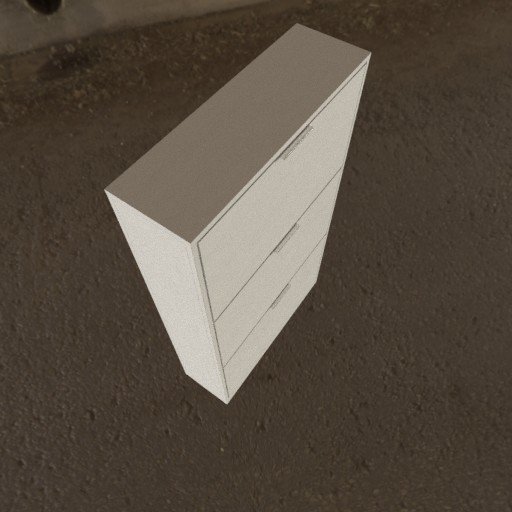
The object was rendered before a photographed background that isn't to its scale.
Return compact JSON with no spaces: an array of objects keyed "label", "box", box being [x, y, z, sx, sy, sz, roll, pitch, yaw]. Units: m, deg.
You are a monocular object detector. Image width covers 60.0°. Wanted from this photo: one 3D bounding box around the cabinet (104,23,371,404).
[{"label":"cabinet","box":[0.000,0.000,1.598,0.250,1.280,0.750,31,63,18]}]
